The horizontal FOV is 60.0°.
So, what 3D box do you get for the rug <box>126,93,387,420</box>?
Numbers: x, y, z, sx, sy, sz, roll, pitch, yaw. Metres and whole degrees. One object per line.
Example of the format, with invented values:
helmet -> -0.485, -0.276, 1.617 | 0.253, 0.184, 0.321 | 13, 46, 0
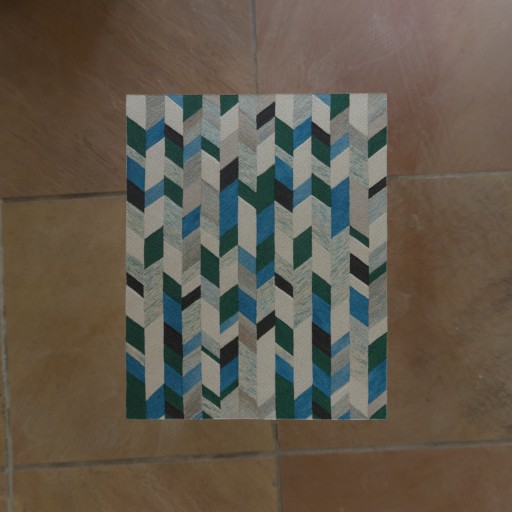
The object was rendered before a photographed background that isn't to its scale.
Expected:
rug -> 0.000, 0.000, 4.123 | 2.440, 0.008, 3.036 | 0, 89, 1
